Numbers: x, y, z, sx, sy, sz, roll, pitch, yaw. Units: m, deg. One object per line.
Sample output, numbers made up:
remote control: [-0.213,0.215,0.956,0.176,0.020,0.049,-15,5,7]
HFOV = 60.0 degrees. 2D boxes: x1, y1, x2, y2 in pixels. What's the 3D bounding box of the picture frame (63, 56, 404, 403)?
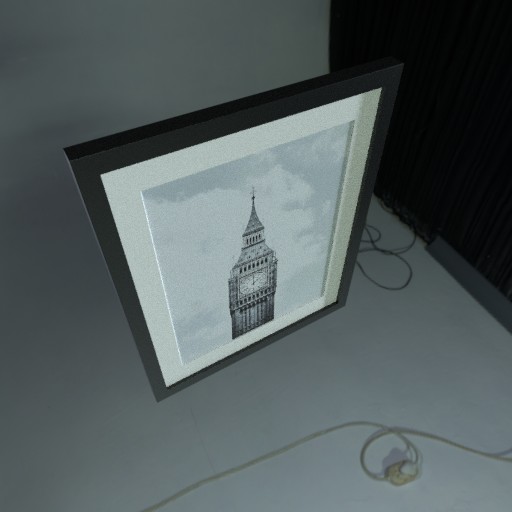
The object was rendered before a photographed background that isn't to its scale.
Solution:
picture frame: [0.000,0.000,0.745,0.460,0.556,0.028,-23,51,-20]
